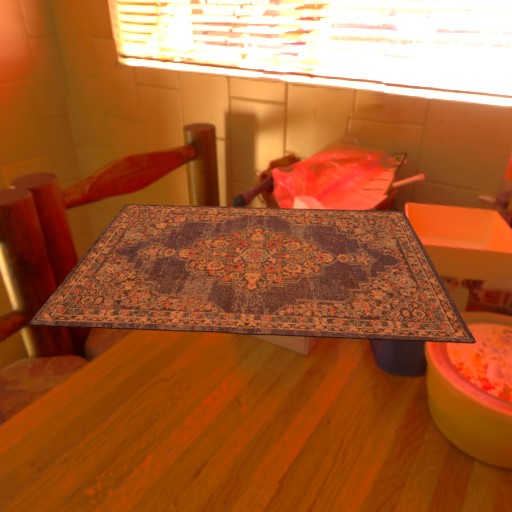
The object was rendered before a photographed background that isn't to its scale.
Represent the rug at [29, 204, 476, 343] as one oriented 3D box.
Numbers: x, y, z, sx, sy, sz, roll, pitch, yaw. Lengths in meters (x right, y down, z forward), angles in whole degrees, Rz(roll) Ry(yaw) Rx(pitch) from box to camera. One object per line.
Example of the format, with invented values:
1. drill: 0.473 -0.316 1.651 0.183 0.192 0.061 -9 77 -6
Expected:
1. rug: 0.000 0.000 3.771 2.940 0.011 2.053 2 30 3
